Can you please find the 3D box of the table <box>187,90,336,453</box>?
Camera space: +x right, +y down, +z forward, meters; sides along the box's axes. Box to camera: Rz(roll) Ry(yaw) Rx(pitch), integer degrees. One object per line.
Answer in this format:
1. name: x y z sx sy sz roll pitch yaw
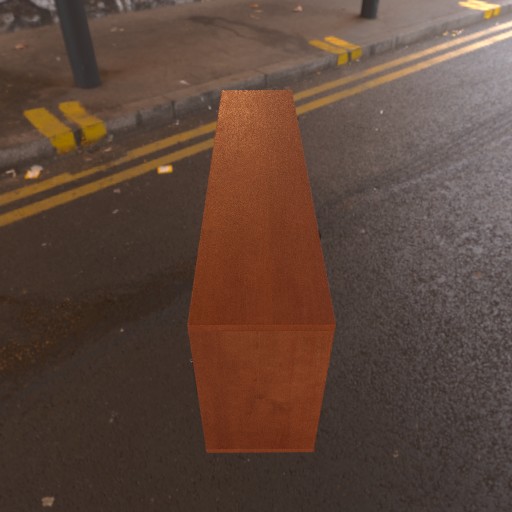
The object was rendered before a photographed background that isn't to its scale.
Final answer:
1. table: 0.000 0.000 1.526 0.308 0.698 1.220 0 40 0
